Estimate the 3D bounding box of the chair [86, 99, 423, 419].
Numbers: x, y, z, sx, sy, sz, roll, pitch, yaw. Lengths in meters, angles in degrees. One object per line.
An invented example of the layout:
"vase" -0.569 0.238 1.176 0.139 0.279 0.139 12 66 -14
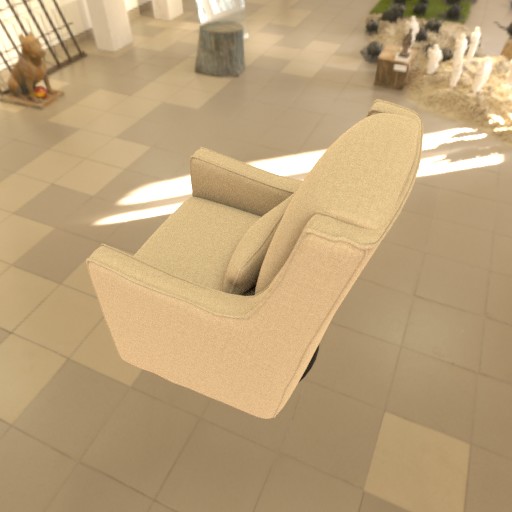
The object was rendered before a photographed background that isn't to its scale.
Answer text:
"chair" 0.000 0.000 1.552 0.879 0.993 0.732 17 47 17
